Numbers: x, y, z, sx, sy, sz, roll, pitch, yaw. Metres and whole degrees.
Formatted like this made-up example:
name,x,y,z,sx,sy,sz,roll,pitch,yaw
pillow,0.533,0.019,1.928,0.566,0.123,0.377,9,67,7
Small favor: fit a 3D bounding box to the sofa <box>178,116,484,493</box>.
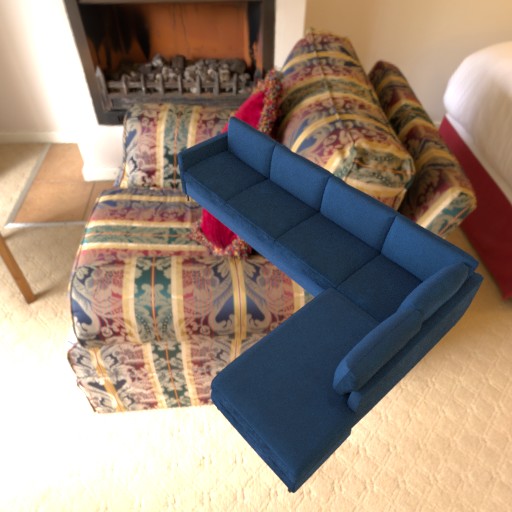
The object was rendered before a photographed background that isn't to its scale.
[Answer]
name,x,y,z,sx,sy,sz,roll,pitch,yaw
sofa,0.000,0.000,3.139,1.707,0.687,2.486,-33,54,-27
